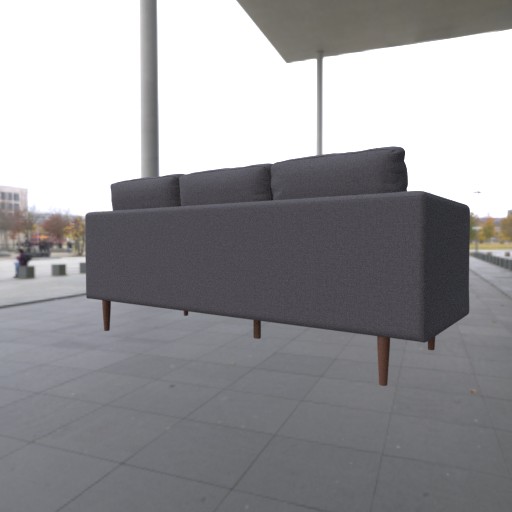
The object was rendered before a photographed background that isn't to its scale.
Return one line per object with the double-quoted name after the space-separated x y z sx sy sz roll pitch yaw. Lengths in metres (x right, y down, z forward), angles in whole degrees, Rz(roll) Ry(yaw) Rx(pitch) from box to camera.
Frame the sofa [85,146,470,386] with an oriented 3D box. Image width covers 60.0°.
0.000 0.000 2.437 2.029 0.912 0.802 1 2 36 "sofa"
